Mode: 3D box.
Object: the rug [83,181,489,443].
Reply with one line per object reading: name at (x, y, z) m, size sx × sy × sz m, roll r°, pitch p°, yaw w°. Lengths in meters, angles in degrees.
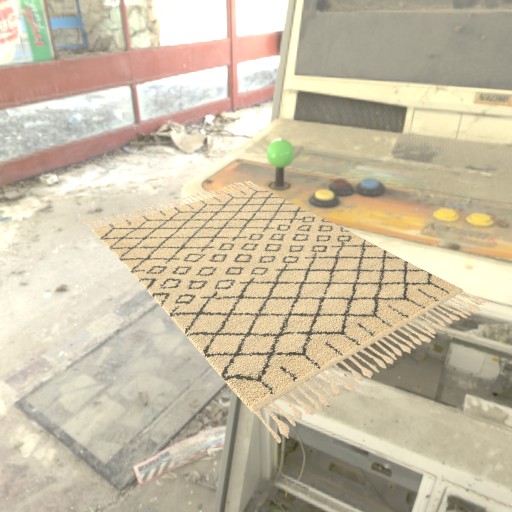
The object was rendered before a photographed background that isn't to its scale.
rug at (0.000, 0.000, 3.172) m, size 1.664 × 0.029 × 2.615 m, roll -20°, pitch 36°, yaw -30°
